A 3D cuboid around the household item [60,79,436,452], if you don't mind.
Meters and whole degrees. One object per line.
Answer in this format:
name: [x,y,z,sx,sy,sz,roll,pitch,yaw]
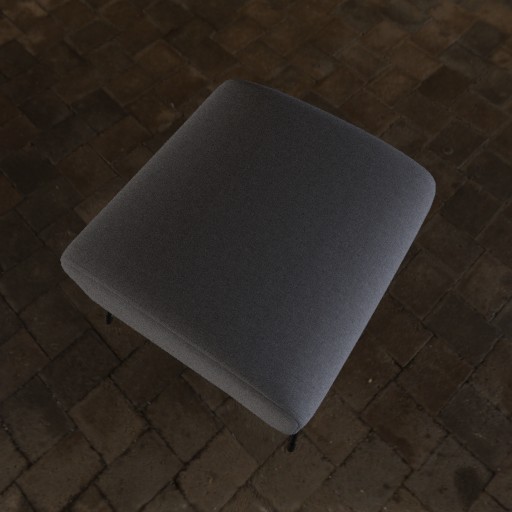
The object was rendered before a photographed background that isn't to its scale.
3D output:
household item: [0.000,0.000,0.914,0.530,0.410,0.530,30,68,14]
